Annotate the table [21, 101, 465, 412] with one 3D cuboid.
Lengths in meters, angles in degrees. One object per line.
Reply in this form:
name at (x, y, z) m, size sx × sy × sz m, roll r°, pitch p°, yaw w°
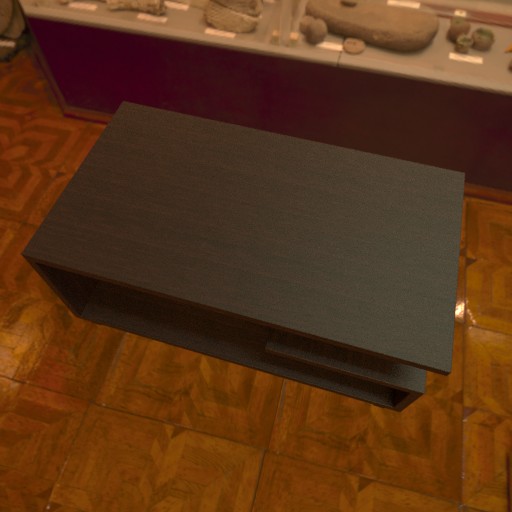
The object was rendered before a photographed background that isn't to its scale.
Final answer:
table at (0.000, 0.000, 1.371) m, size 1.050 × 0.460 × 0.590 m, roll 14°, pitch 60°, yaw 8°
